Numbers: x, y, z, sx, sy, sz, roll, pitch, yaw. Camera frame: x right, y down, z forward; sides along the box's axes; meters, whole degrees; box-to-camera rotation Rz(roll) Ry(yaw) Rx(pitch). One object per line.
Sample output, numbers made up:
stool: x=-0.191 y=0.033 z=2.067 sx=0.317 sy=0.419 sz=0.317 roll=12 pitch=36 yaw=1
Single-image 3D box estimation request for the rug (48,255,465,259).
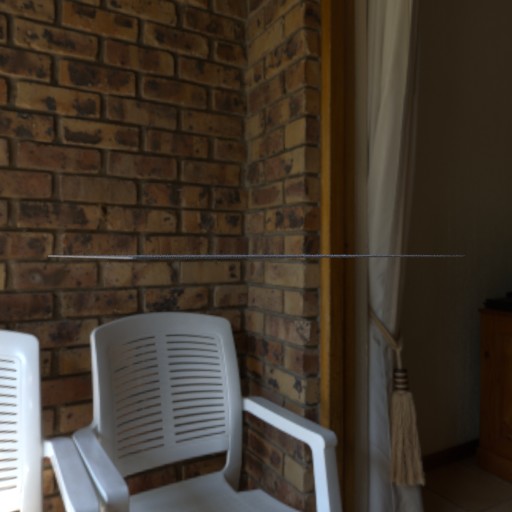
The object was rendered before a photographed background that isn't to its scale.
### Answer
rug: x=0.000 y=0.000 z=2.916 sx=2.235 sy=0.008 sz=1.600 roll=0 pitch=0 yaw=-35
